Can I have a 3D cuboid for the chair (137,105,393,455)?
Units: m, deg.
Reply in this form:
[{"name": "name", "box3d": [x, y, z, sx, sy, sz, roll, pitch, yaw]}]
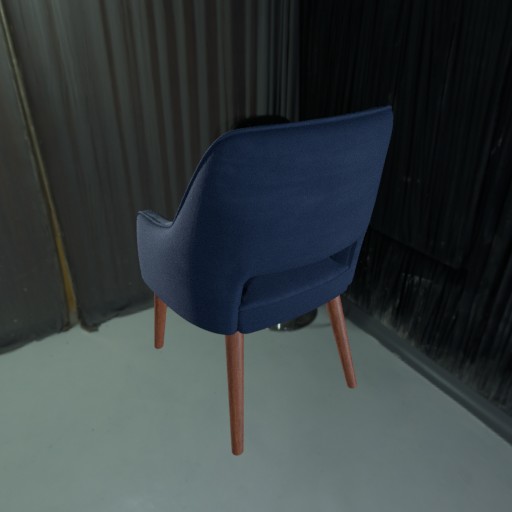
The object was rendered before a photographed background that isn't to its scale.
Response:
[{"name": "chair", "box3d": [0.000, 0.000, 1.219, 0.559, 0.844, 0.591, -18, 34, -29]}]
